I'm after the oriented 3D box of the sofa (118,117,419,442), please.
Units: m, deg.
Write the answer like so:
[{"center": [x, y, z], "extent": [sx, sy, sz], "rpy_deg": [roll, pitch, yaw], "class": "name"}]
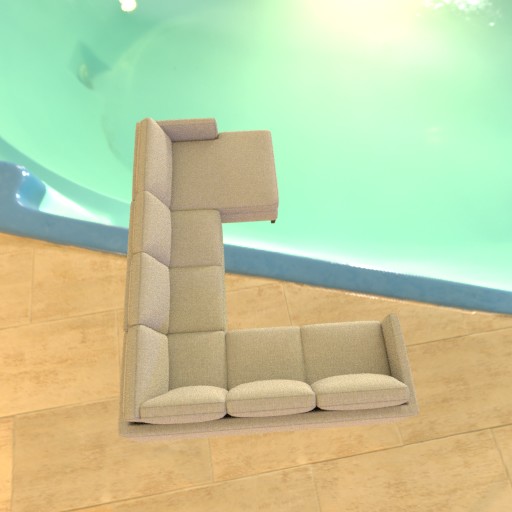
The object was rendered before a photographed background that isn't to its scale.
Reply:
[{"center": [0.000, 0.000, 4.609], "extent": [2.551, 0.889, 3.403], "rpy_deg": [-4, 64, -2], "class": "sofa"}]
